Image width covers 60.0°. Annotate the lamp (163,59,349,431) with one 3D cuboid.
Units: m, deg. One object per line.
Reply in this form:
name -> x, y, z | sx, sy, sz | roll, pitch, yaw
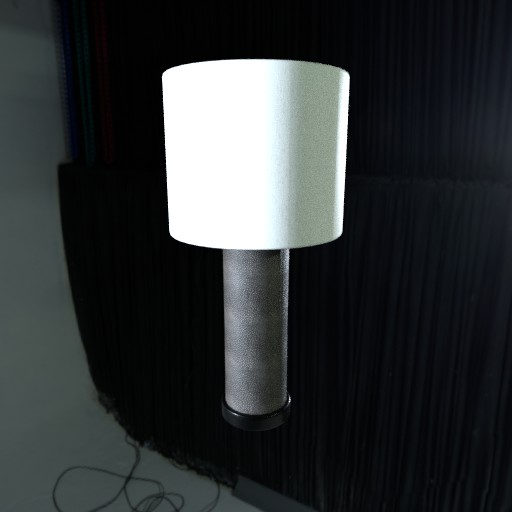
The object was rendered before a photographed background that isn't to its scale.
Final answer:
lamp -> 0.000, 0.000, 0.811 | 0.305, 0.634, 0.305 | 7, 15, 26
